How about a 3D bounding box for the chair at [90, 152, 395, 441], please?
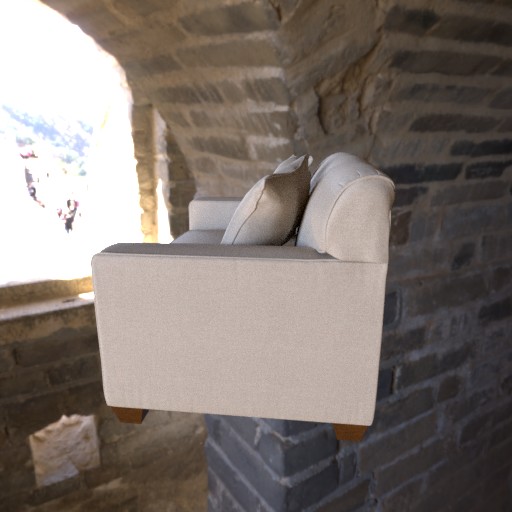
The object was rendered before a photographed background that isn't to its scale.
[{"bbox_3d":[0.000,0.000,2.078,1.000,0.948,1.383,2,15,7],"label":"chair"}]
